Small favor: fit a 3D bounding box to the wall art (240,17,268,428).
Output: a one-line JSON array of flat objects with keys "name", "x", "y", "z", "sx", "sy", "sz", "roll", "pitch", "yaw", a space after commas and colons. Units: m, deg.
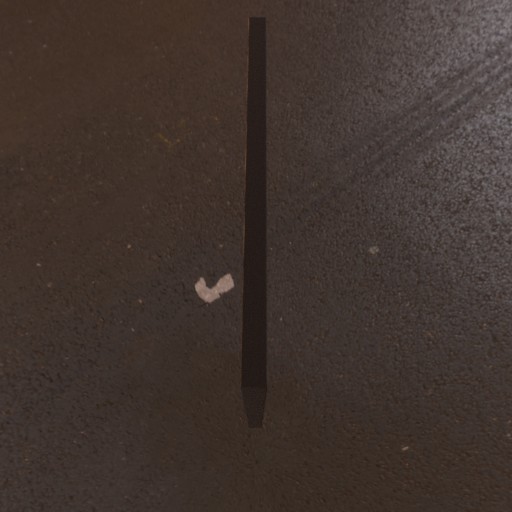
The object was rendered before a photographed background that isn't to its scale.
[{"name": "wall art", "x": 0.000, "y": 0.000, "z": 1.123, "sx": 0.038, "sy": 0.762, "sz": 0.762, "roll": 0, "pitch": 65, "yaw": 0}]
